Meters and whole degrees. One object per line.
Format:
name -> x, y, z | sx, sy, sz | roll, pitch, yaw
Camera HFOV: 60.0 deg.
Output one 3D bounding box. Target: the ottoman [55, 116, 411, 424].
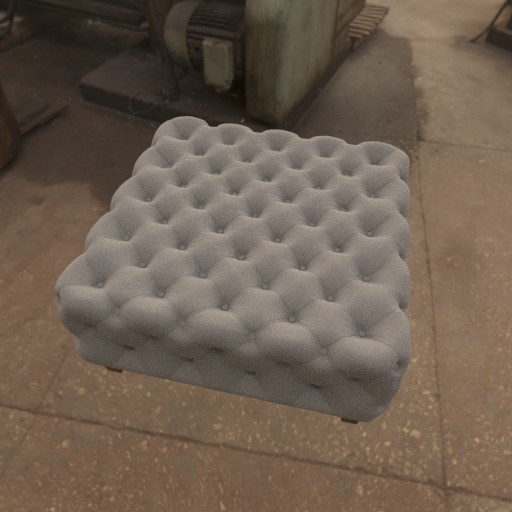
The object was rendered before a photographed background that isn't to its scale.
ottoman -> 0.000, 0.000, 1.447 | 0.917, 0.439, 0.911 | 10, 49, 8
